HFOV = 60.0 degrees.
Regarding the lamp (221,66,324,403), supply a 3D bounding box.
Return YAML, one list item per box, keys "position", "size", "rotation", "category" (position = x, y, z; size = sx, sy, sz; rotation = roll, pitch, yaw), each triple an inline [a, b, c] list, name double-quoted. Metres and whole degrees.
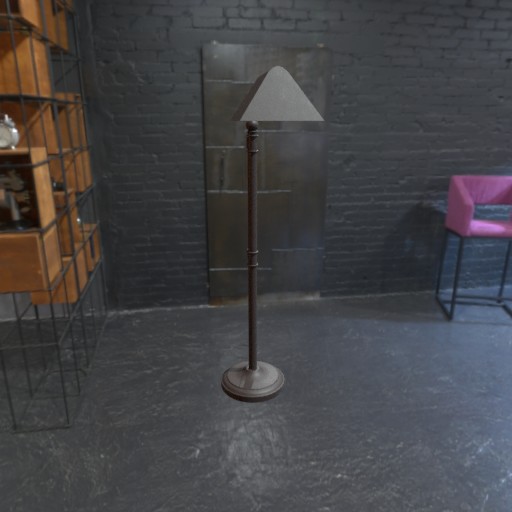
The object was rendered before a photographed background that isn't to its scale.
- position: [0.000, 0.000, 0.955]
  size: [0.159, 0.708, 0.545]
  rotation: [-2, 17, -7]
  category: "lamp"
